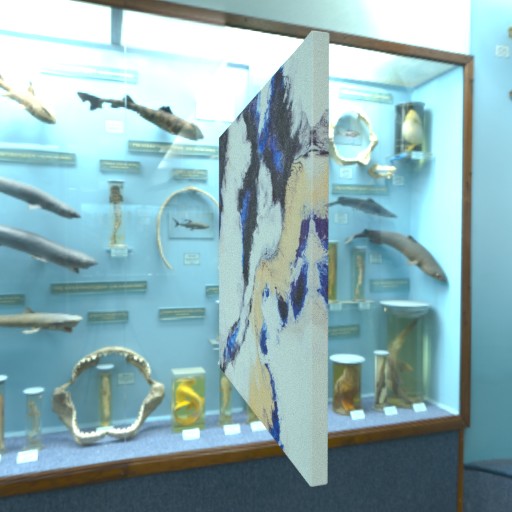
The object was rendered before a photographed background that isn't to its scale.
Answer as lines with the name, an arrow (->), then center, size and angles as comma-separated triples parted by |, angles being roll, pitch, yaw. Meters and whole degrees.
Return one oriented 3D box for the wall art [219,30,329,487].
wall art -> 0.000, 0.000, 1.286 | 0.038, 0.885, 0.887 | 0, 2, -16
